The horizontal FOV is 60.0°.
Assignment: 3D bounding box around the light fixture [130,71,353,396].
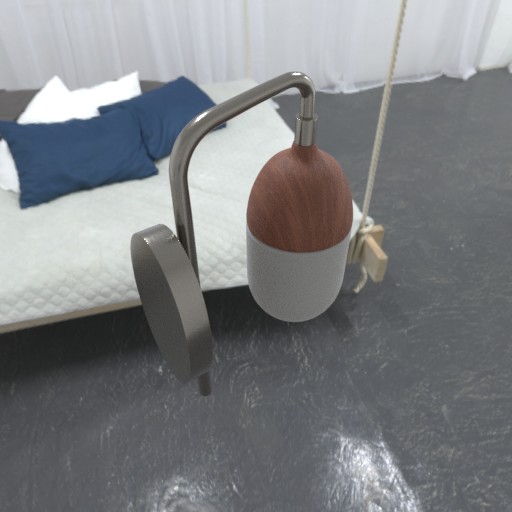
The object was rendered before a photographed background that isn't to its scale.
[{"bbox_3d":[0.000,0.000,0.442,0.216,0.343,0.108,-25,46,-27],"label":"light fixture"}]
